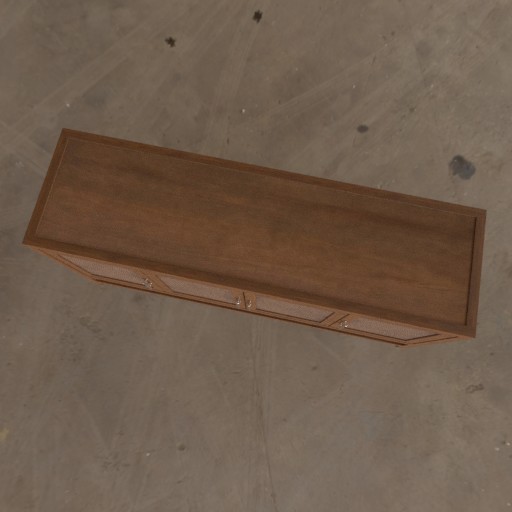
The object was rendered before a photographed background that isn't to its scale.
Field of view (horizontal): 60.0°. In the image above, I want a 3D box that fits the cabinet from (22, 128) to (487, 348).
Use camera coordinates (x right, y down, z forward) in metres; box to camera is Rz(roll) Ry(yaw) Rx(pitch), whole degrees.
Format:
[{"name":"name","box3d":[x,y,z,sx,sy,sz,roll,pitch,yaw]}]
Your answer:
[{"name":"cabinet","box3d":[0.000,0.000,2.084,1.708,0.820,0.522,12,76,3]}]
